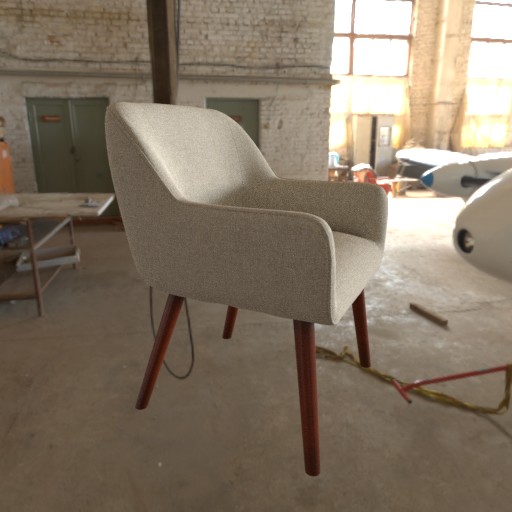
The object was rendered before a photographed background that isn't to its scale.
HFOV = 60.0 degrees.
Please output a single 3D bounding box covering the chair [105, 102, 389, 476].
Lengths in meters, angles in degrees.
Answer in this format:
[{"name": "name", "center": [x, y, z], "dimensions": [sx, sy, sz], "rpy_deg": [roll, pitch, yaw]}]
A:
[{"name": "chair", "center": [0.000, 0.000, 1.237], "dimensions": [0.610, 0.813, 0.610], "rpy_deg": [8, 18, 25]}]
